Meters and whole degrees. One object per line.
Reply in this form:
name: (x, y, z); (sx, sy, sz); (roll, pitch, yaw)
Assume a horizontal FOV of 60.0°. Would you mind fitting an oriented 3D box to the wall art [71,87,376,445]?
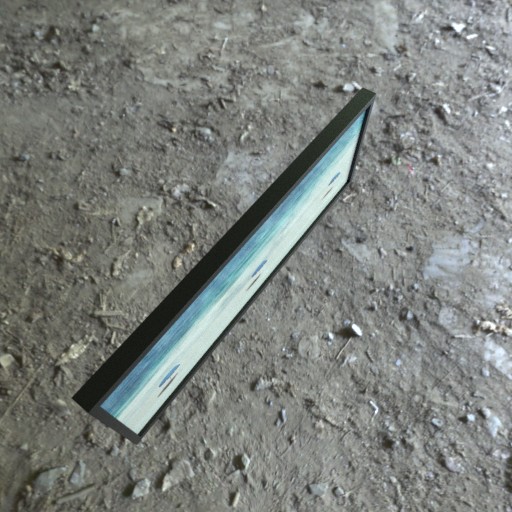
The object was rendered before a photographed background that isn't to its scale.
wall art: (0.000, 0.000, 0.952); (0.037, 0.303, 0.860); (32, 64, 18)
